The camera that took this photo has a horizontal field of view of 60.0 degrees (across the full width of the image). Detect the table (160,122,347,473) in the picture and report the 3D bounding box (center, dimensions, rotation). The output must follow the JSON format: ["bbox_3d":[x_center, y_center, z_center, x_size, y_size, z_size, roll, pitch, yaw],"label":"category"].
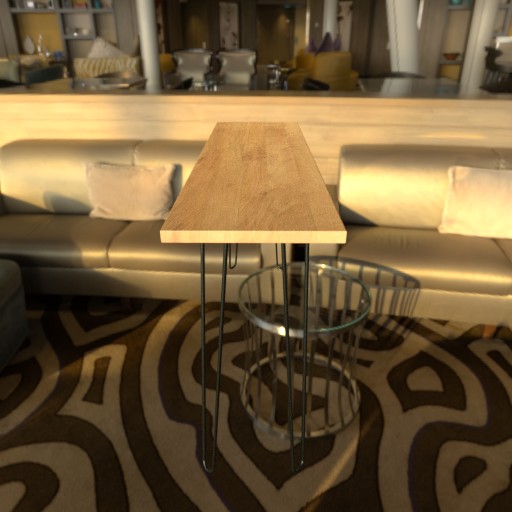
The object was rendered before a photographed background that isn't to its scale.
[{"bbox_3d":[0.000,0.000,1.748,0.399,0.799,1.400,0,26,0],"label":"table"}]
